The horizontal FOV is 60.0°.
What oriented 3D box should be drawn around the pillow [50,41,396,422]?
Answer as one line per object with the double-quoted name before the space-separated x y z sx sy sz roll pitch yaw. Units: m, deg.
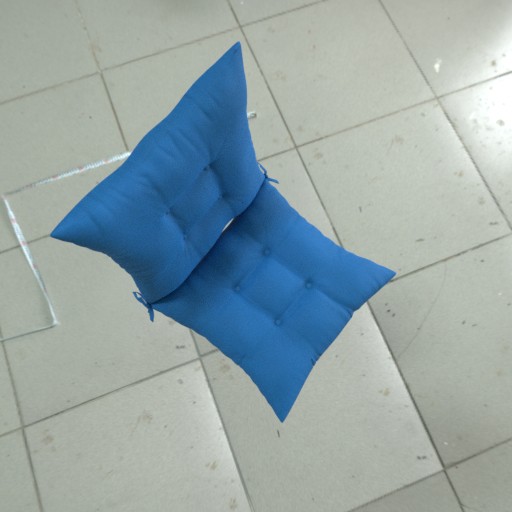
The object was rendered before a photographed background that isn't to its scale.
"pillow" 0.000 0.000 1.007 0.585 0.536 0.541 38 78 10
